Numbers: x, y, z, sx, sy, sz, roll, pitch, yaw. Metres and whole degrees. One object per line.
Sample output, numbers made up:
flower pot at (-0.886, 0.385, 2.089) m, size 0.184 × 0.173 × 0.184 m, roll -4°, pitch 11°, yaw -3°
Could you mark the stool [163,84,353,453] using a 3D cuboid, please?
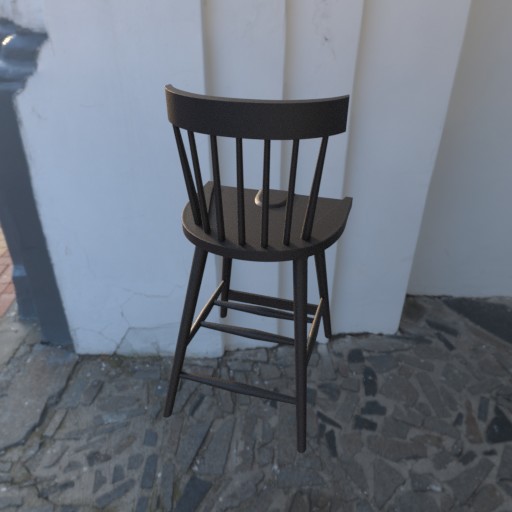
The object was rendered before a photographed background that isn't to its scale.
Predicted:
stool at (0.000, 0.000, 1.324) m, size 0.494 × 0.953 × 0.549 m, roll 9°, pitch 32°, yaw 14°
